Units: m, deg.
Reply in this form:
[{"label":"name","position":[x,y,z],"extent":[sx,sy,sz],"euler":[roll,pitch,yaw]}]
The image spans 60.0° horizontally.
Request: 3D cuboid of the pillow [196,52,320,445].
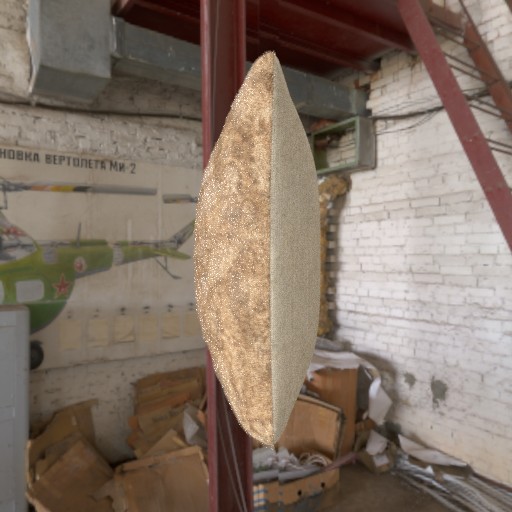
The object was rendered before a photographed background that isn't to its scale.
[{"label":"pillow","position":[0.000,0.000,0.813],"extent":[0.216,0.525,0.538],"euler":[0,0,2]}]
